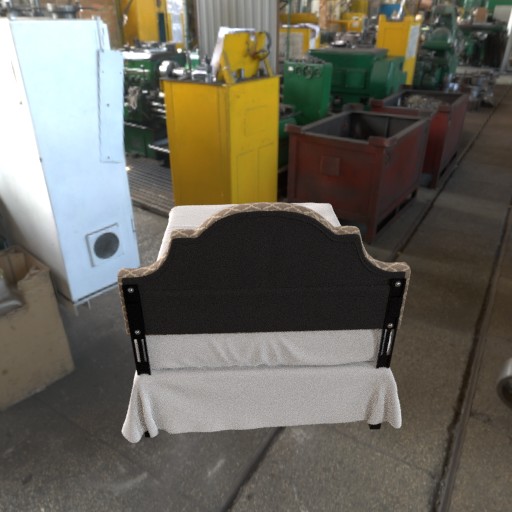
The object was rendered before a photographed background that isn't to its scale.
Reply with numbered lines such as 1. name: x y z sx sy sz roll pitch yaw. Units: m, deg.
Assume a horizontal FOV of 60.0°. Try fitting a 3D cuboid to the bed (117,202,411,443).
1. bed: 0.000 0.000 3.416 1.780 1.633 2.222 -1 29 -2
